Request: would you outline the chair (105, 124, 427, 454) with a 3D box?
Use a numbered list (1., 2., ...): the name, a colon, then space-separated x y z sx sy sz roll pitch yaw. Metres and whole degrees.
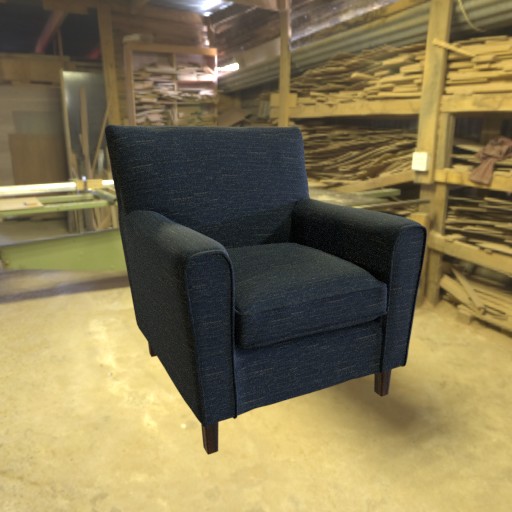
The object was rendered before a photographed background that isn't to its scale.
1. chair: 0.000 0.000 1.622 0.864 0.928 0.873 -8 17 -26
